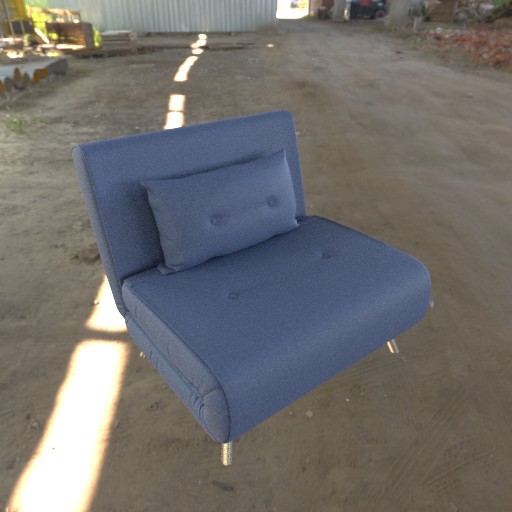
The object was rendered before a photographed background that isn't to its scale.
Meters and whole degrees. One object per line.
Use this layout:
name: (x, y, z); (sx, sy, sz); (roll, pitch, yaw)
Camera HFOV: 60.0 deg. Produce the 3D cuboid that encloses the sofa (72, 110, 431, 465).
sofa: (0.000, 0.000, 1.738); (0.999, 0.860, 0.996); (-21, 36, -32)
